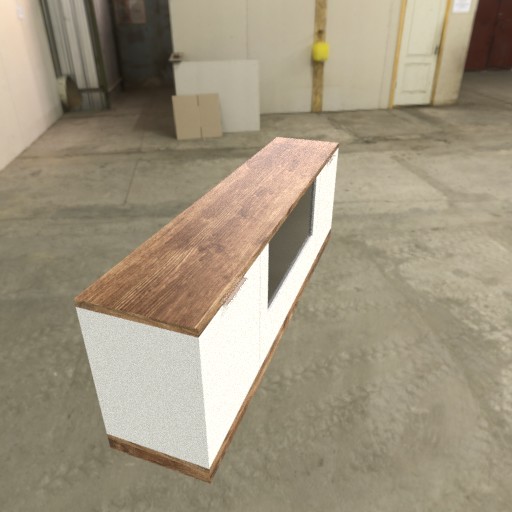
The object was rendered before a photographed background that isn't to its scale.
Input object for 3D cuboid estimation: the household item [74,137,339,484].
[{"bbox_3d":[0.000,0.000,2.026,0.390,0.615,1.800,10,31,17],"label":"household item"}]
